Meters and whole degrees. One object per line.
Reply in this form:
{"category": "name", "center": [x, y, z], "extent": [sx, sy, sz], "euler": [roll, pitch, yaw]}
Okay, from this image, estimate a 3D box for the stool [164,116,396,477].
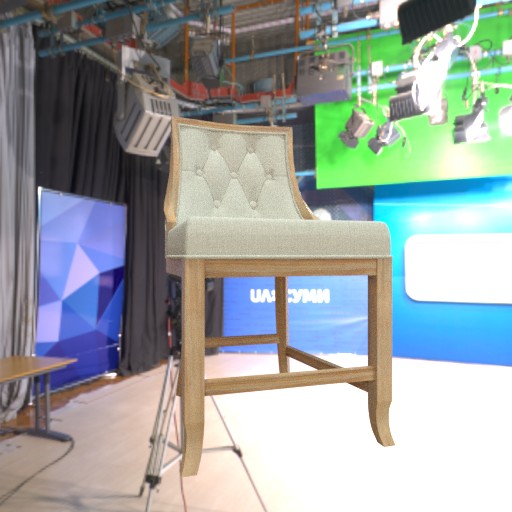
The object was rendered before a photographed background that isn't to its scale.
{"category": "stool", "center": [0.000, 0.000, 1.307], "extent": [0.524, 0.938, 0.626], "euler": [0, 0, -17]}
